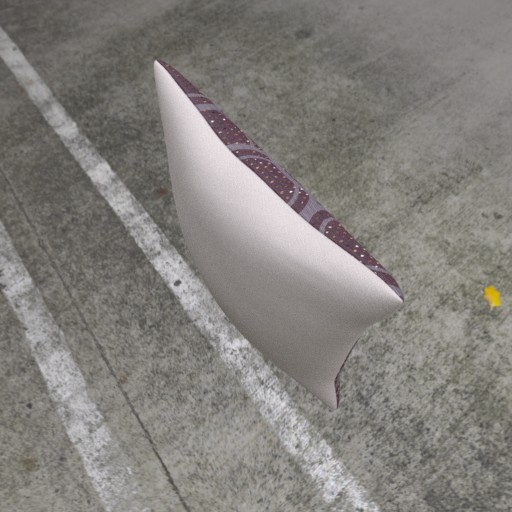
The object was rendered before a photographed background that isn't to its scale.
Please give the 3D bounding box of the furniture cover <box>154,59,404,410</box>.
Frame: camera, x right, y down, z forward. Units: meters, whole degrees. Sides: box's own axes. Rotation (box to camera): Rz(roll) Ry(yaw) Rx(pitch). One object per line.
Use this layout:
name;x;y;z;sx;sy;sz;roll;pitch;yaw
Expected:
furniture cover;0.000;0.000;0.821;0.193;0.509;0.552;-32;64;-18
